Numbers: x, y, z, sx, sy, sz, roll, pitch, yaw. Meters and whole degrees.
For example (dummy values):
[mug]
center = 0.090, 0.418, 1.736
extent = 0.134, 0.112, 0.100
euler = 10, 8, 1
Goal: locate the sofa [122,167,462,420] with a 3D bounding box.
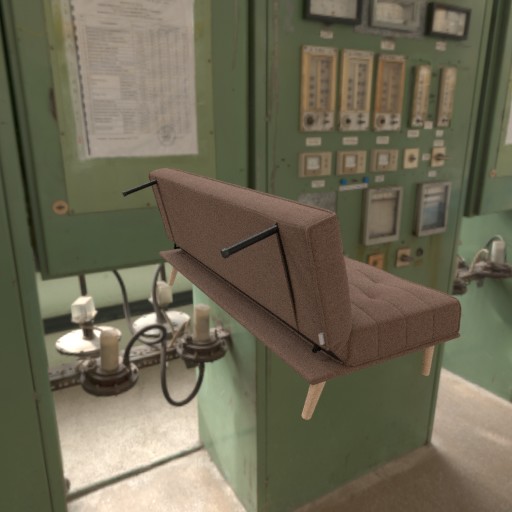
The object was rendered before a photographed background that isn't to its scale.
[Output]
[sofa]
center = 0.000, 0.000, 2.373
extent = 1.038, 0.810, 1.820
euler = -9, 19, -27
